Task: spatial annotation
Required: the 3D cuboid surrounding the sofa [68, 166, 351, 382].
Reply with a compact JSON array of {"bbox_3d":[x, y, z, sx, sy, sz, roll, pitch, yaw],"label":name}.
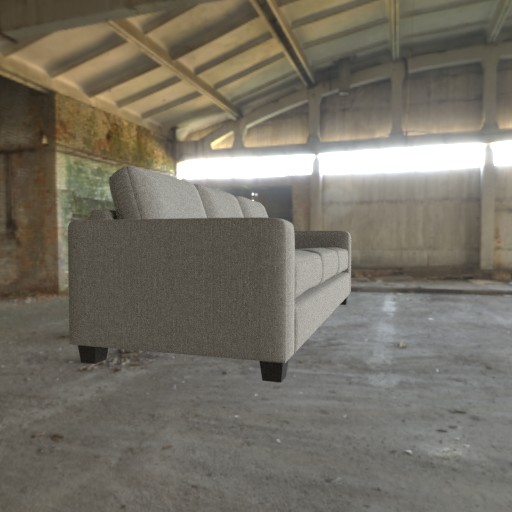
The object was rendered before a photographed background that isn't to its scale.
[{"bbox_3d":[0.000,0.000,2.605,0.900,0.800,2.120,1,2,18],"label":"sofa"}]
